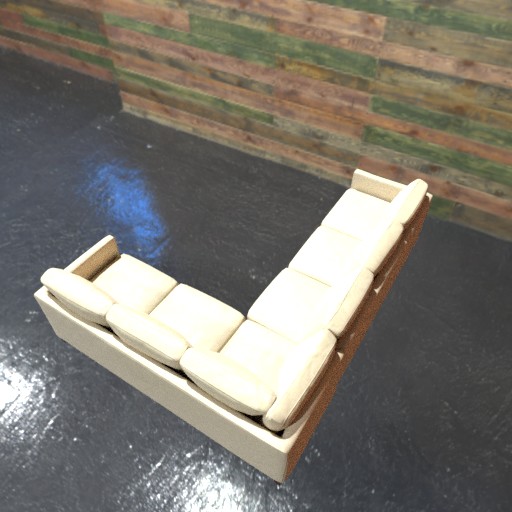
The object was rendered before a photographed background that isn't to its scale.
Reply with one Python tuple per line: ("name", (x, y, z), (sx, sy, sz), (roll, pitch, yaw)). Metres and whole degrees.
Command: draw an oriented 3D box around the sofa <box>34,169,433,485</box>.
("sofa", (0.000, 0.000, 4.517), (2.593, 0.947, 3.302), (25, 51, 22))
